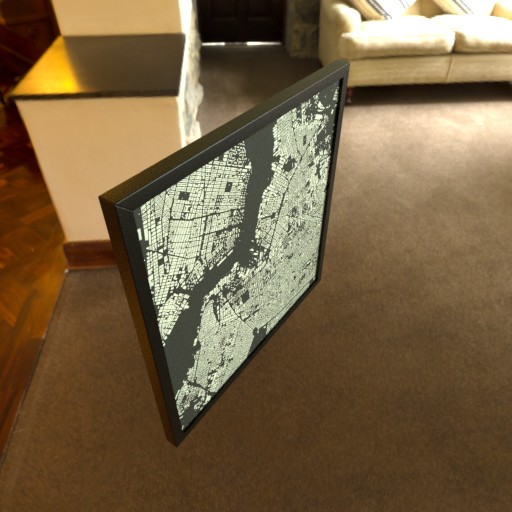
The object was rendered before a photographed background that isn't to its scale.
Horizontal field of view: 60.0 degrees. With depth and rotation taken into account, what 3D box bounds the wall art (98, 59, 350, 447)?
[{"bbox_3d":[0.000,0.000,1.129,0.038,0.761,0.755,25,47,26],"label":"wall art"}]
